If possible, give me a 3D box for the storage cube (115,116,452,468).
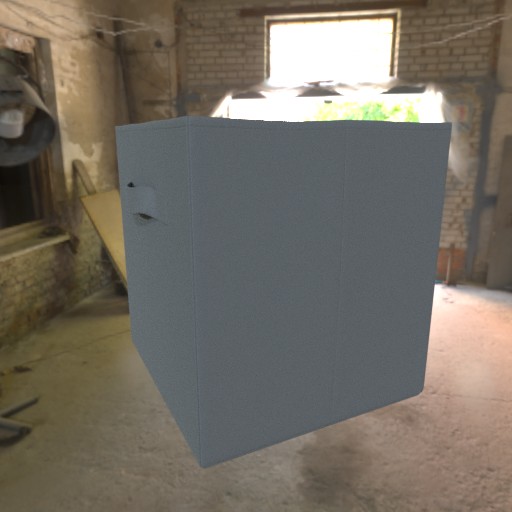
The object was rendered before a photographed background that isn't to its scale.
[{"bbox_3d":[0.000,0.000,0.491,0.270,0.280,0.270,-7,16,-26],"label":"storage cube"}]
